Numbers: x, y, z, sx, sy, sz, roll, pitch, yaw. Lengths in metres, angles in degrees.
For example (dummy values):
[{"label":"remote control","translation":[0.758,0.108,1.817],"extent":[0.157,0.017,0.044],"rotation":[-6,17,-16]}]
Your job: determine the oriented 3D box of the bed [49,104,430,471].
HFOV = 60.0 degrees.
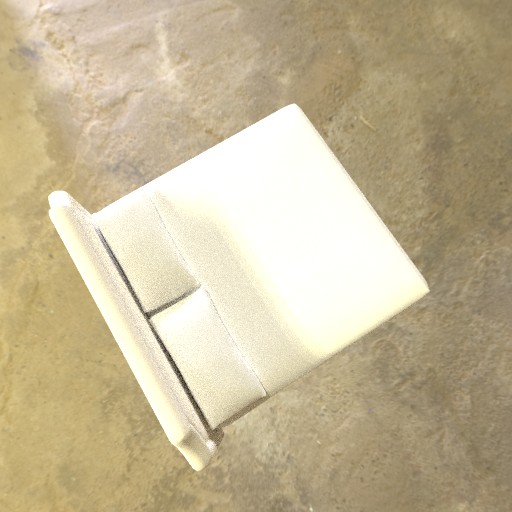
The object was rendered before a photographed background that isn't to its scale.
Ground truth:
[{"label":"bed","translation":[0.000,0.000,3.502],"extent":[2.204,1.301,2.160],"rotation":[-31,78,-7]}]
